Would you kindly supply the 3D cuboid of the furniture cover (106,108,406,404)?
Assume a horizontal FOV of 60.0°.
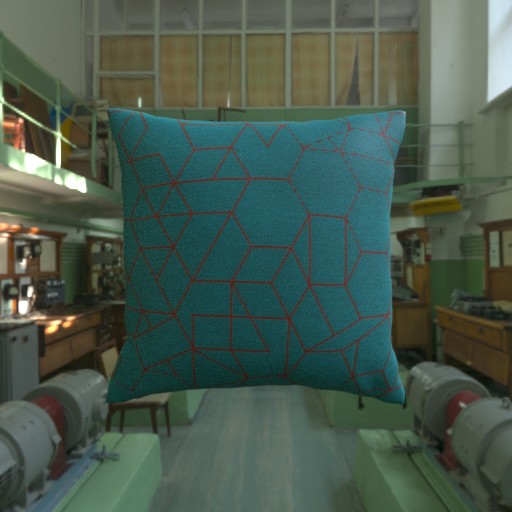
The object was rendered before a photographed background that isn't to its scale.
[{"bbox_3d":[0.000,0.000,0.767,0.517,0.508,0.158,0,0,0],"label":"furniture cover"}]
